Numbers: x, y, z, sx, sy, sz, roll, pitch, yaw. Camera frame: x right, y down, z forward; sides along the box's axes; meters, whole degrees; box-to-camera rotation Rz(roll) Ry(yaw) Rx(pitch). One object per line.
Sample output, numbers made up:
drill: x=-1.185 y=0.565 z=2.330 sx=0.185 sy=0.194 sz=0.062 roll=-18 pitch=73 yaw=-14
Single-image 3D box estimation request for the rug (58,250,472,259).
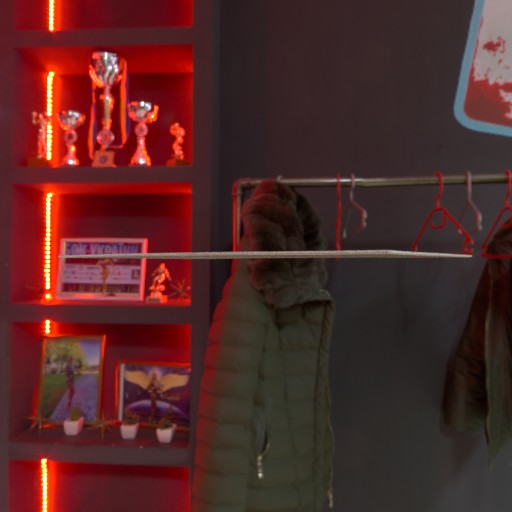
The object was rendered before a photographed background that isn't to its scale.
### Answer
rug: x=0.000 y=0.000 z=3.121 sx=2.498 sy=0.022 sz=1.535 roll=-1 pitch=-1 yaw=37
